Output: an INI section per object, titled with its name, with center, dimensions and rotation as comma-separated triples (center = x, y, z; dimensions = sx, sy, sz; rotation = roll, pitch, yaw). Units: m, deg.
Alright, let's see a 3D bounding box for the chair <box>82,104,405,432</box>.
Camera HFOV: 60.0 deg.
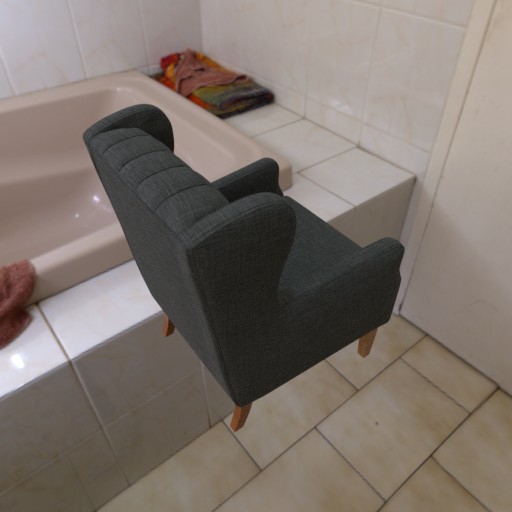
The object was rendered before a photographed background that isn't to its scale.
[chair]
center = 0.000, 0.000, 1.513
dimensions = 0.775, 0.953, 0.711
rotation = -26, 47, -26
